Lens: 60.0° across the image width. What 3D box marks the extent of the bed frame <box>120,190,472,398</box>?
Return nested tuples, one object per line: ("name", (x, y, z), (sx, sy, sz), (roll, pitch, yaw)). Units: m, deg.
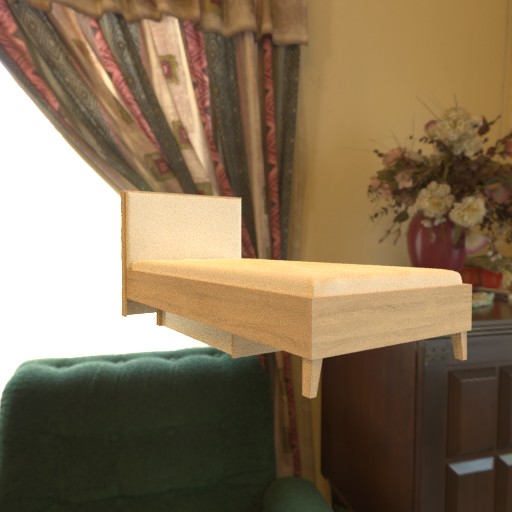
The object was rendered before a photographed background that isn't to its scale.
("bed frame", (0.000, 0.000, 2.655), (0.990, 0.920, 2.140), (-1, 2, -33))
